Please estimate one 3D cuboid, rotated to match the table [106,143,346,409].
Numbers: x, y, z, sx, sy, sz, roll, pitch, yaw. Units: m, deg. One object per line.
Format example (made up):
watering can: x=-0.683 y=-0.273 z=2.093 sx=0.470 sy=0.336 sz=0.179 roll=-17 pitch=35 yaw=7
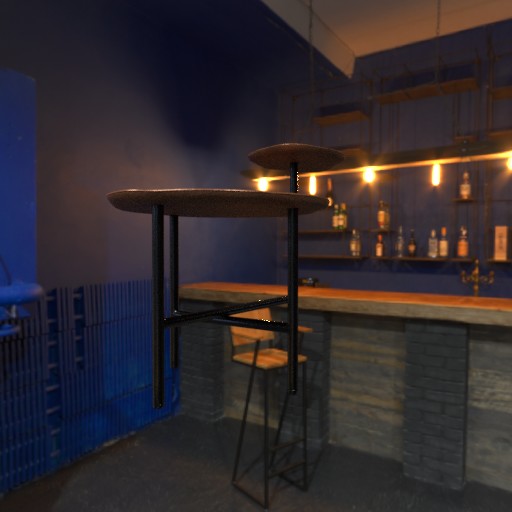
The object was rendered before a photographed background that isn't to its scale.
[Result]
table: x=0.000 y=0.000 z=1.055 sx=0.442 sy=0.538 sz=0.759 roll=1 pitch=1 yaw=35
